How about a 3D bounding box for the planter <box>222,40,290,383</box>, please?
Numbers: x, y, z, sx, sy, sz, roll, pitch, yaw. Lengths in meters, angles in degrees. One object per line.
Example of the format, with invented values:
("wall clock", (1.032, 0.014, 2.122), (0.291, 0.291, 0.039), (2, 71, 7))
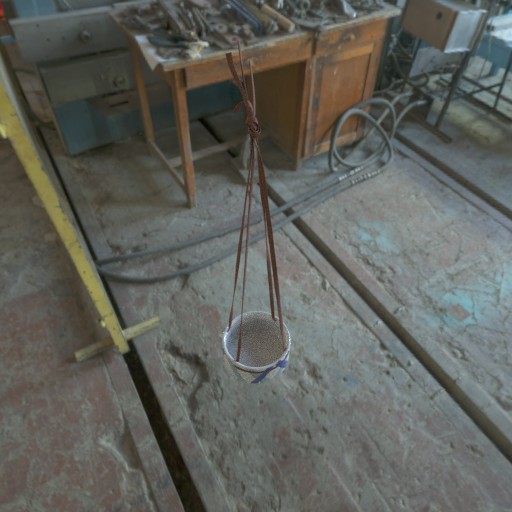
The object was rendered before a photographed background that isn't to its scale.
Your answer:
("planter", (0.000, 0.000, 0.837), (0.166, 0.751, 0.166), (11, 48, 10))
